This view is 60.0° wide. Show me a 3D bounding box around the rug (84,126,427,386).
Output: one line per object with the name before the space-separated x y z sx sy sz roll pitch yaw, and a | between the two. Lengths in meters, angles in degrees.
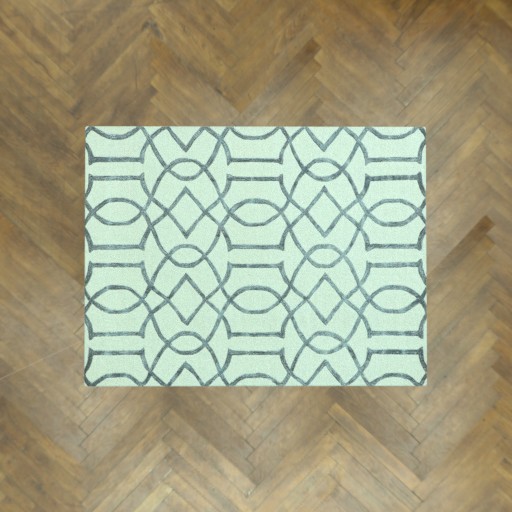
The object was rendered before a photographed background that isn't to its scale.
rug | 0.000 0.000 3.776 2.910 0.021 2.211 0 89 0
